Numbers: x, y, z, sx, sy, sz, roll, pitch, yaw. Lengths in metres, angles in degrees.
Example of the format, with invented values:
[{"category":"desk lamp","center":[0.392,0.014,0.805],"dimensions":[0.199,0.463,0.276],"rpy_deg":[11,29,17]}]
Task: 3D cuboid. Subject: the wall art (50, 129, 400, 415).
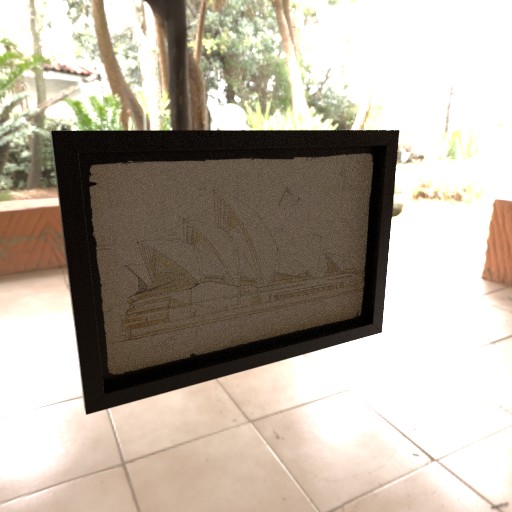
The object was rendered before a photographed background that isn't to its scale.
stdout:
[{"category":"wall art","center":[0.000,0.000,0.837],"dimensions":[0.657,0.458,0.027],"rpy_deg":[-8,18,-27]}]
